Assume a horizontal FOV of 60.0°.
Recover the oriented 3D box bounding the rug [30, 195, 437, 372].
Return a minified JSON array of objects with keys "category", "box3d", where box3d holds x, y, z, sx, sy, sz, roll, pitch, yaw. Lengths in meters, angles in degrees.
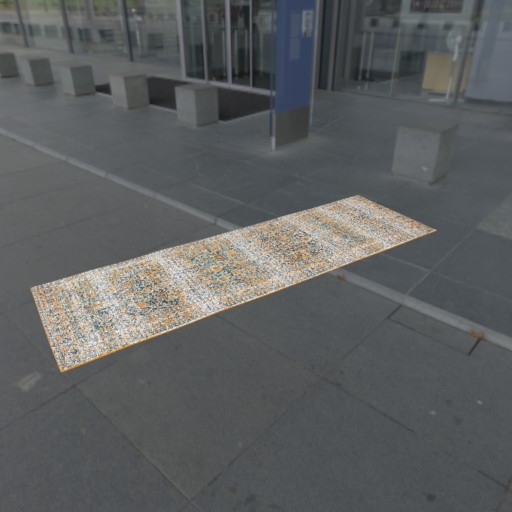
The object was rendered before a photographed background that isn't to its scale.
[{"category":"rug","box3d":[0.000,0.000,2.544,2.294,0.014,0.704,-18,35,-28]}]
